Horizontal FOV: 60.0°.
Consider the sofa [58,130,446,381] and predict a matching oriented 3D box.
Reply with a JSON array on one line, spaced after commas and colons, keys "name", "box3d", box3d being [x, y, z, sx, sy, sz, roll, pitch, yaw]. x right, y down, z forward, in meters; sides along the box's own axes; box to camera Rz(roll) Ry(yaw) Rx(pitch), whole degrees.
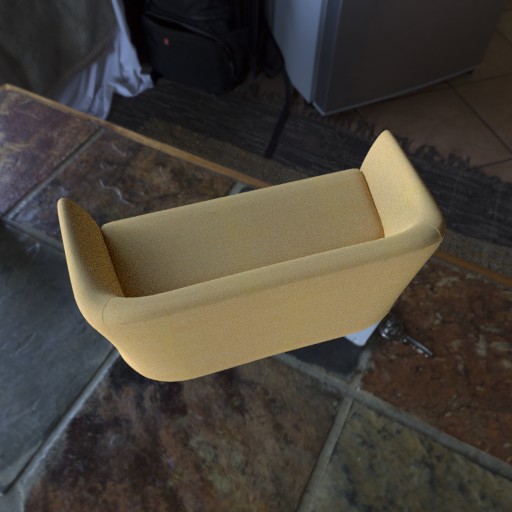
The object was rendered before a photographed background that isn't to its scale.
[{"name": "sofa", "box3d": [0.000, 0.000, 1.875, 1.452, 0.721, 0.705, -14, 58, -9]}]
